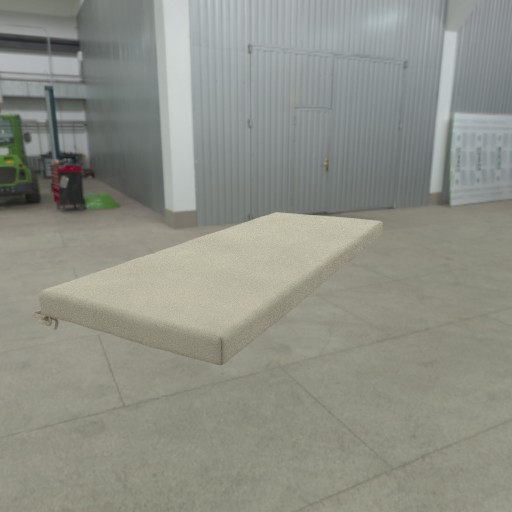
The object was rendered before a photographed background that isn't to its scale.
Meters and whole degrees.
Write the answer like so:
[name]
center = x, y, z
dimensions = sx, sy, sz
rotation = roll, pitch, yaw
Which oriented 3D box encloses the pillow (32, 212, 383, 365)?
[pillow]
center = 0.000, 0.000, 1.308
dimensions = 0.492, 0.081, 1.187
rotation = 8, 17, 27
